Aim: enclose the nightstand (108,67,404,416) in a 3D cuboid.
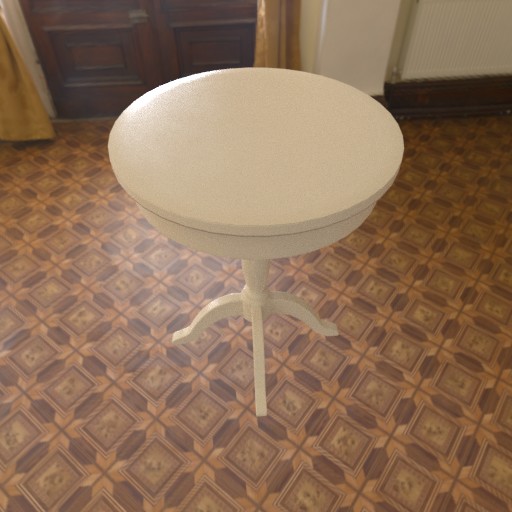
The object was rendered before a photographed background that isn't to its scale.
[{"bbox_3d":[0.000,0.000,1.022,0.513,0.653,0.513,4,46,4],"label":"nightstand"}]
